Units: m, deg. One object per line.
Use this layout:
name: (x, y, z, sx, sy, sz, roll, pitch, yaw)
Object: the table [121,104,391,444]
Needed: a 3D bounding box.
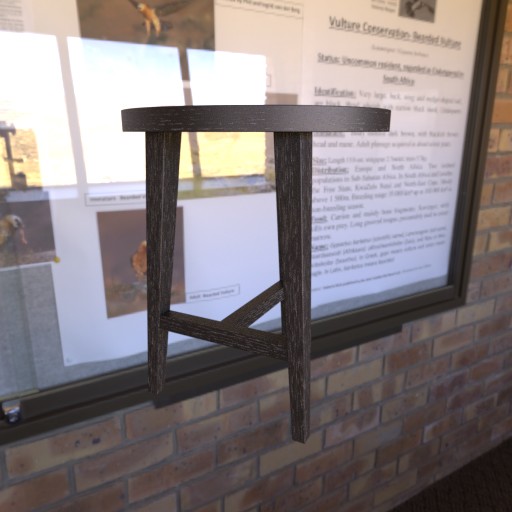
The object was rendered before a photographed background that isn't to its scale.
table: (0.000, 0.000, 0.743, 0.399, 0.460, 0.399, 0, 16, 0)
